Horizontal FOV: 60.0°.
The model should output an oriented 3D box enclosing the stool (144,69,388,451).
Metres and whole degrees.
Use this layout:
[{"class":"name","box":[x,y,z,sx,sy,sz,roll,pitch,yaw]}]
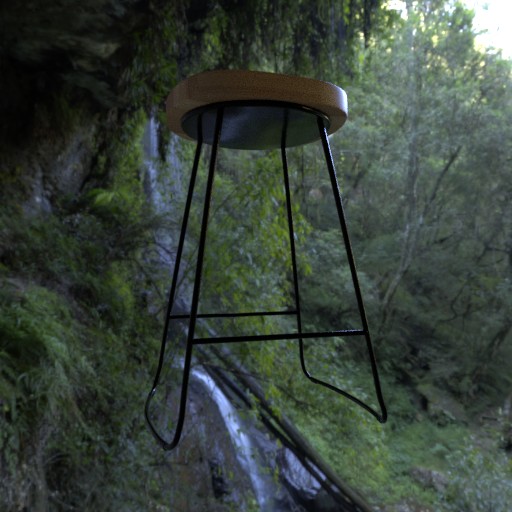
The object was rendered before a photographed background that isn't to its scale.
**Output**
[{"class":"stool","box":[0.000,0.000,0.988,0.480,0.679,0.401,0,-1,-18]}]
